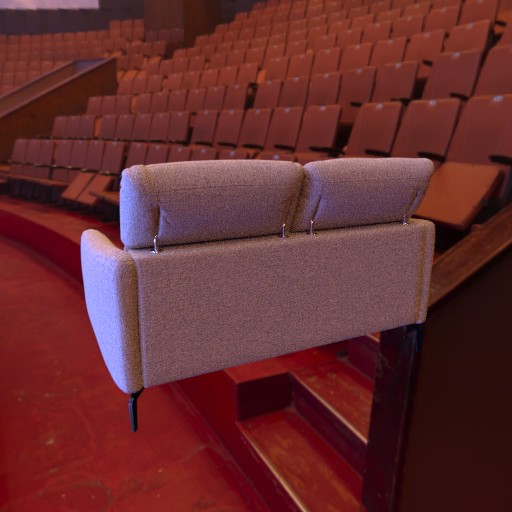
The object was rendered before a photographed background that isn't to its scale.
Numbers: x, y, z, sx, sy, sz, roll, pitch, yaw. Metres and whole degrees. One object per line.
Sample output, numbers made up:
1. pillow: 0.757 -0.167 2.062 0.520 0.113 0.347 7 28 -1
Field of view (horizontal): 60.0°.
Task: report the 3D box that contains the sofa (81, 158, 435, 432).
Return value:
1. sofa: 0.000 0.000 2.143 1.540 0.950 0.905 -7 16 -26
